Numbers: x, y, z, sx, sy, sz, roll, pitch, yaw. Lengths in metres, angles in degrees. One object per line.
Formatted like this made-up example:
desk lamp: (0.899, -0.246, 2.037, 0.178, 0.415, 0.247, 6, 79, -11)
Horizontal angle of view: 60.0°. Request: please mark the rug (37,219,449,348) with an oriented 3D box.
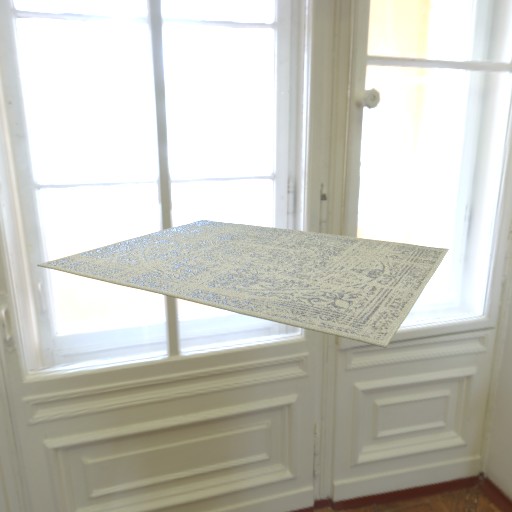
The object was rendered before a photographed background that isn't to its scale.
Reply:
rug: (0.000, 0.000, 3.961, 2.921, 0.032, 2.311, 9, 18, 29)
